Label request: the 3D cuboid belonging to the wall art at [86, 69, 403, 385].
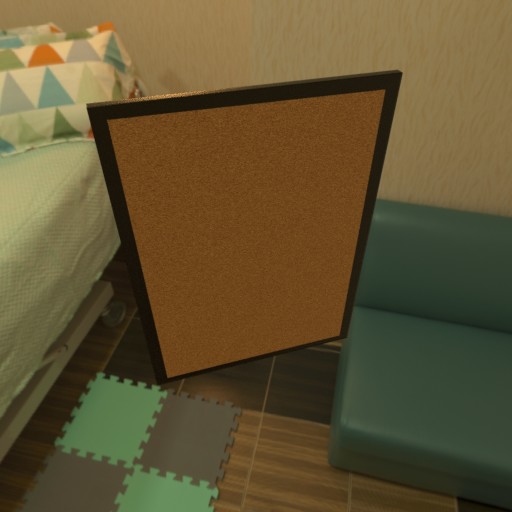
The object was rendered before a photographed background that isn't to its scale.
[{"bbox_3d":[0.000,0.000,0.867,0.480,0.657,0.016,-11,42,-13],"label":"wall art"}]
